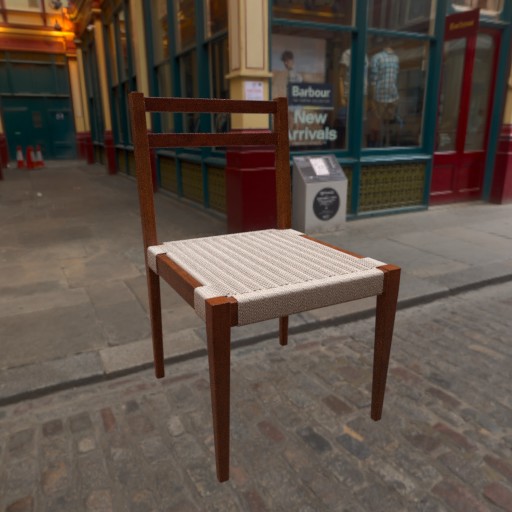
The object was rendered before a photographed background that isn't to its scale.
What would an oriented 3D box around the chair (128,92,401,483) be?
[{"bbox_3d":[0.000,0.000,1.202,0.495,0.851,0.569,-9,18,-27],"label":"chair"}]
